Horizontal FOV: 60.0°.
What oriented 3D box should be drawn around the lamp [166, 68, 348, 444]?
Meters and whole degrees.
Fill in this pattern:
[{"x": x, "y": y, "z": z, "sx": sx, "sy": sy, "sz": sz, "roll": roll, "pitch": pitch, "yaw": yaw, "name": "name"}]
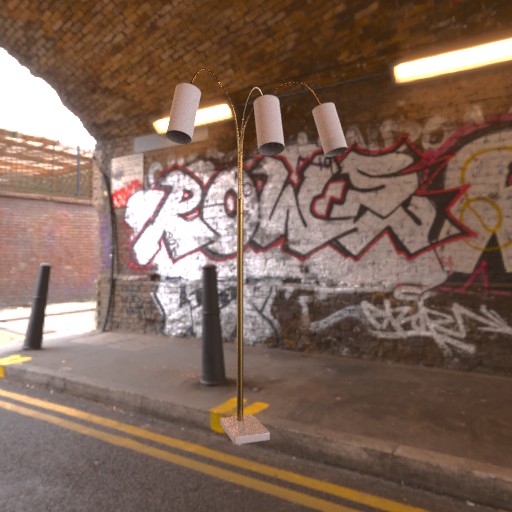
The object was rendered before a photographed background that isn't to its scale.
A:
[{"x": 0.000, "y": 0.000, "z": 2.456, "sx": 1.020, "sy": 2.055, "sz": 0.667, "roll": 0, "pitch": -1, "yaw": -19, "name": "lamp"}]
